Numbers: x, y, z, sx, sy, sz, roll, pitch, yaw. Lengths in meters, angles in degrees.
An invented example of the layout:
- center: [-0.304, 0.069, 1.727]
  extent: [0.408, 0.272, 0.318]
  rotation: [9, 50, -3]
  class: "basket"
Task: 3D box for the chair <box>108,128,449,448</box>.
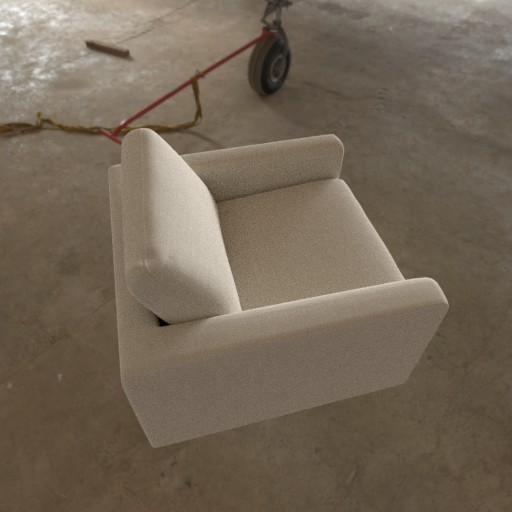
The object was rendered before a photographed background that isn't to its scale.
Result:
- center: [0.000, 0.000, 1.849]
  extent: [1.100, 0.876, 1.070]
  rotation: [-11, 49, -10]
  class: "chair"
